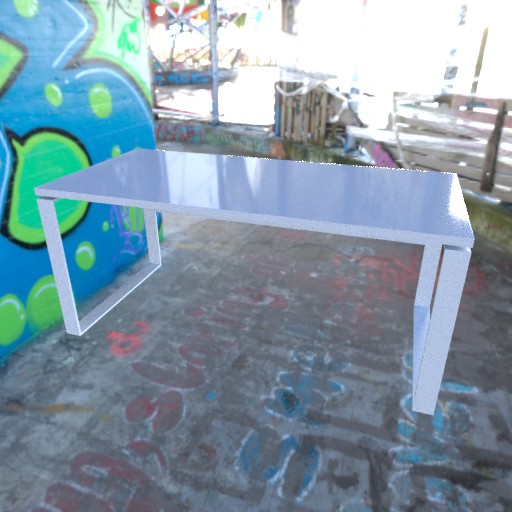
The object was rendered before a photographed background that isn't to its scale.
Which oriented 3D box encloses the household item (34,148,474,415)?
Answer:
[{"bbox_3d":[0.000,0.000,2.127,1.700,0.745,0.800,8,27,16],"label":"household item"}]
